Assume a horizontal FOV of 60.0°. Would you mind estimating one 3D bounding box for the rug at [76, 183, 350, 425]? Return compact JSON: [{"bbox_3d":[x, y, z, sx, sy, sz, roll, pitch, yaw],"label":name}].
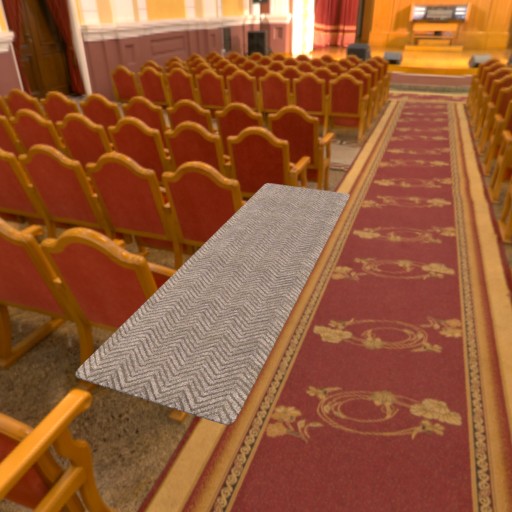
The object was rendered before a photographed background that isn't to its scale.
[{"bbox_3d":[0.000,0.000,2.568,0.686,0.008,2.286,11,31,18],"label":"rug"}]
